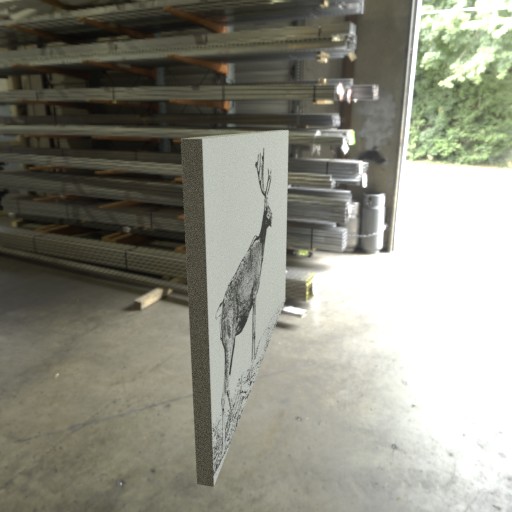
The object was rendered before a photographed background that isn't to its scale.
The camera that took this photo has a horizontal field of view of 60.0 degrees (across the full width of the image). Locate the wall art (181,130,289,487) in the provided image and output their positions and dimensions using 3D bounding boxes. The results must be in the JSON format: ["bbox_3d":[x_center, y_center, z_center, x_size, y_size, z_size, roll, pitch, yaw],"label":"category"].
[{"bbox_3d":[0.000,0.000,1.151,0.033,0.617,0.906,3,17,11],"label":"wall art"}]
